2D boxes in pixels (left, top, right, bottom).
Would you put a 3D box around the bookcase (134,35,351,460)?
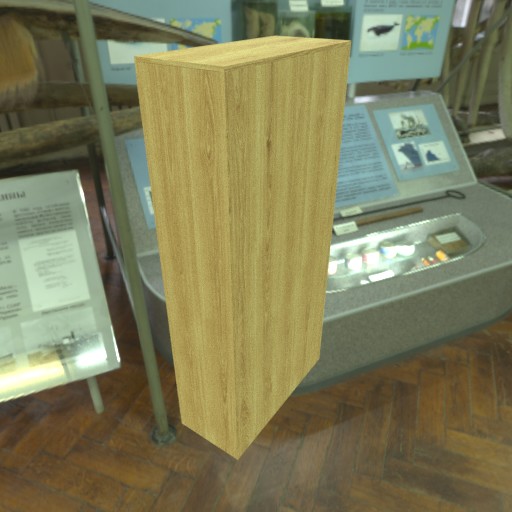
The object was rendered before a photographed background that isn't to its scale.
[{"bbox_3d":[0.000,0.000,2.358,0.420,2.020,0.950,20,37,29],"label":"bookcase"}]
